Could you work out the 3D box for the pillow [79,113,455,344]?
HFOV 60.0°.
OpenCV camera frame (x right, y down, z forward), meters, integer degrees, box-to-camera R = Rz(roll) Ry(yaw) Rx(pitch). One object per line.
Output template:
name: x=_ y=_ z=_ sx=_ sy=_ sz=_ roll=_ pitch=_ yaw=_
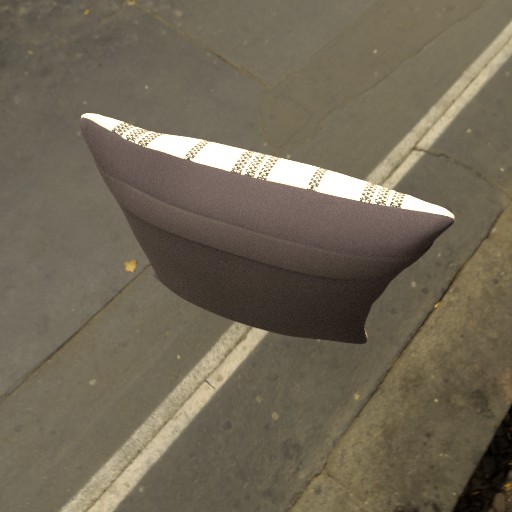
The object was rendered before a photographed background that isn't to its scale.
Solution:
pillow: x=0.000 y=0.000 z=0.626 sx=0.405 sy=0.406 sz=0.173 roll=17 pitch=64 yaw=9
